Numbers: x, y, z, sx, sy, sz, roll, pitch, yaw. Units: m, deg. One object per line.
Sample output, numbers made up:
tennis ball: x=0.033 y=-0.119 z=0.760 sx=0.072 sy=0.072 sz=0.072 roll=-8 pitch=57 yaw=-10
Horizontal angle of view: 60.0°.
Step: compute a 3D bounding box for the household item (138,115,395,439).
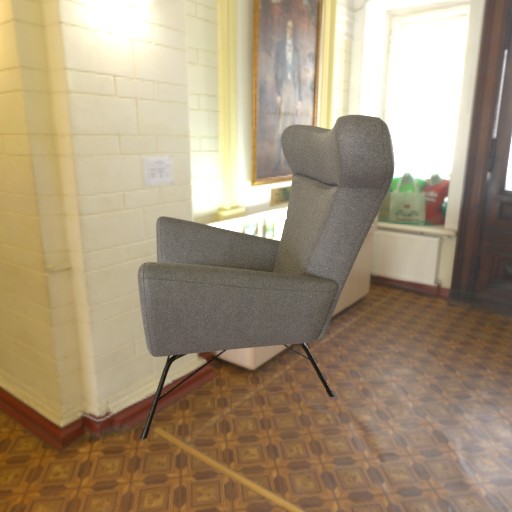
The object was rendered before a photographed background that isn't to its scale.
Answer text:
household item: x=0.000 y=0.000 z=1.790 sx=0.900 sy=1.050 sz=0.980 roll=-2 pitch=15 yaw=-8
